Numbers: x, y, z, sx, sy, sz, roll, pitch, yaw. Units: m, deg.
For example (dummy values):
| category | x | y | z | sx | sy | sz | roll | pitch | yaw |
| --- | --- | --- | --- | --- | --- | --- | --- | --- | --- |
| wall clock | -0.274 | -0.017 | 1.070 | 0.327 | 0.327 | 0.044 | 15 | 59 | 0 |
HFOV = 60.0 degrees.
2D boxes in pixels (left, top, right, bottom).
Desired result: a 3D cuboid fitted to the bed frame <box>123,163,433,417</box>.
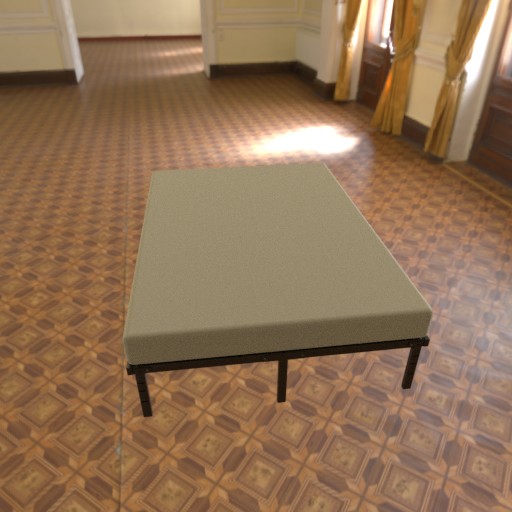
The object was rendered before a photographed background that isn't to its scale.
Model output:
| category | x | y | z | sx | sy | sz | roll | pitch | yaw |
| --- | --- | --- | --- | --- | --- | --- | --- | --- | --- |
| bed frame | 0.000 | 0.000 | 3.878 | 2.205 | 0.680 | 2.842 | 0 | 32 | 0 |
